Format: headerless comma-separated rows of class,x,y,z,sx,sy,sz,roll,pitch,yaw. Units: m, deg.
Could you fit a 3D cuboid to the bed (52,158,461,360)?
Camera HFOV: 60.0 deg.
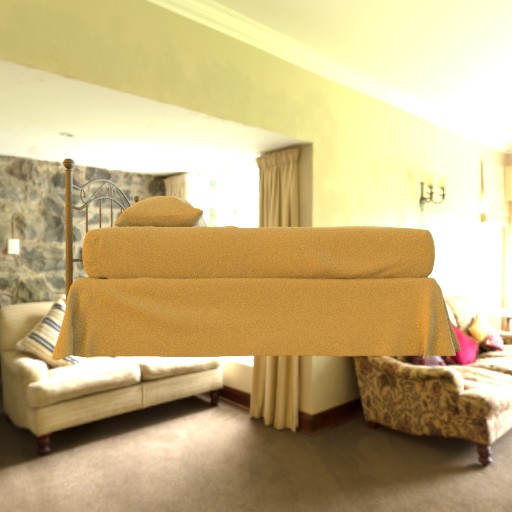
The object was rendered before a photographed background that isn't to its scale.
bed,0.000,0.000,3.267,2.215,1.080,1.936,0,0,-2
